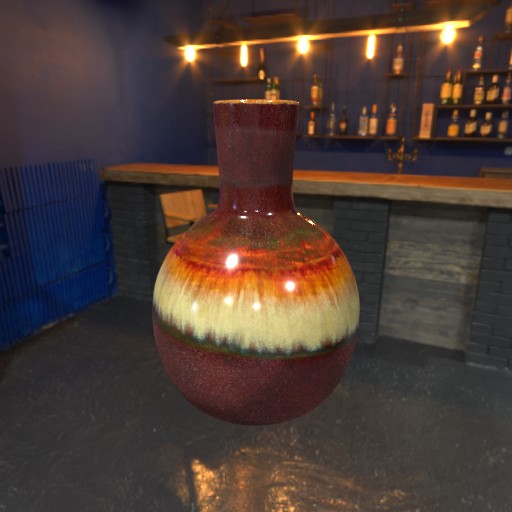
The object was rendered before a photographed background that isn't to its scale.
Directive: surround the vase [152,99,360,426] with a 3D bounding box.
[{"bbox_3d":[0.000,0.000,0.235,0.111,0.154,0.111,0,16,0],"label":"vase"}]
